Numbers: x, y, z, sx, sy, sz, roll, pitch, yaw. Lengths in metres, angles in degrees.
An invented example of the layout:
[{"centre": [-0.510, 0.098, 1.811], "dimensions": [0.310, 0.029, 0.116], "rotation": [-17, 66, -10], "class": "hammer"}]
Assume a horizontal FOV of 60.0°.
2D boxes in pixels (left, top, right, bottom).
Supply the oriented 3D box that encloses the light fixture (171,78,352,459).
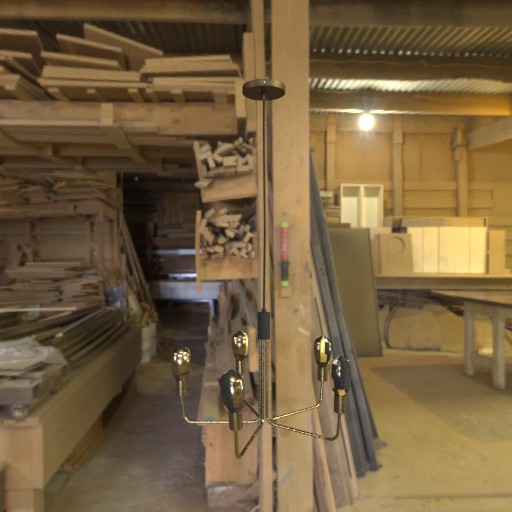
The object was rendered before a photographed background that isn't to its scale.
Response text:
[{"centre": [0.000, 0.000, 1.377], "dimensions": [0.532, 1.059, 0.588], "rotation": [0, 1, -1], "class": "light fixture"}]
